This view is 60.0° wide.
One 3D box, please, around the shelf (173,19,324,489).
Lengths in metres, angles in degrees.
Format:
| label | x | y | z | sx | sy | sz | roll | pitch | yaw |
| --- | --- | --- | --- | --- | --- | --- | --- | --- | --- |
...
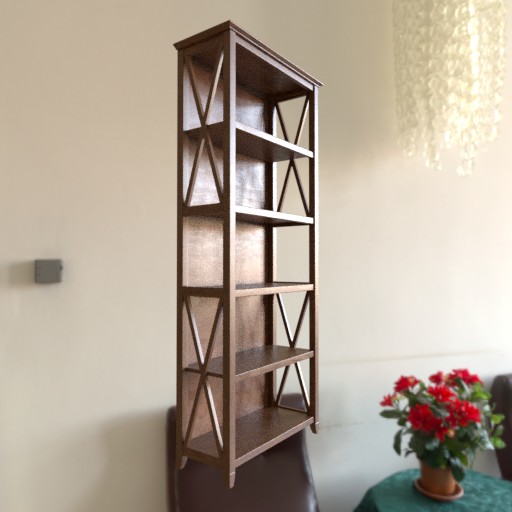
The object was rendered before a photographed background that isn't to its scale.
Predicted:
| label | x | y | z | sx | sy | sz | roll | pitch | yaw |
| --- | --- | --- | --- | --- | --- | --- | --- | --- | --- |
| shelf | 0.000 | 0.000 | 2.202 | 0.335 | 1.905 | 0.805 | -1 | -1 | 37 |
